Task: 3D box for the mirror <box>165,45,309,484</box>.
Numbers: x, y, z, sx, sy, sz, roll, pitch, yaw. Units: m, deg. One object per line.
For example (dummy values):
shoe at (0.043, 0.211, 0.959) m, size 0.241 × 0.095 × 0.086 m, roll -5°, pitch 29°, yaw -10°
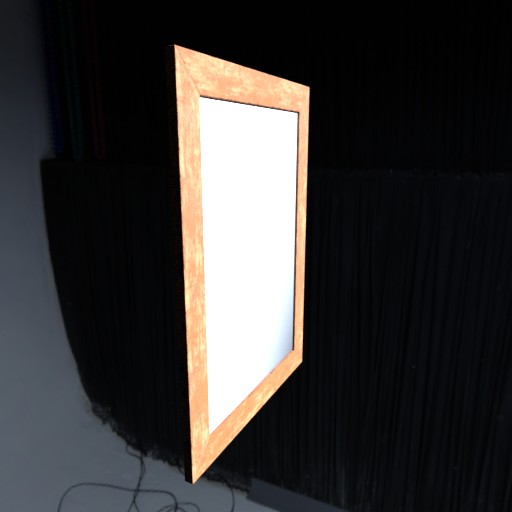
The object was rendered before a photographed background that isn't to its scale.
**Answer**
mirror at (0.000, 0.000, 1.416) m, size 0.028 × 1.099 × 0.796 m, roll 7°, pitch 16°, yaw 27°
